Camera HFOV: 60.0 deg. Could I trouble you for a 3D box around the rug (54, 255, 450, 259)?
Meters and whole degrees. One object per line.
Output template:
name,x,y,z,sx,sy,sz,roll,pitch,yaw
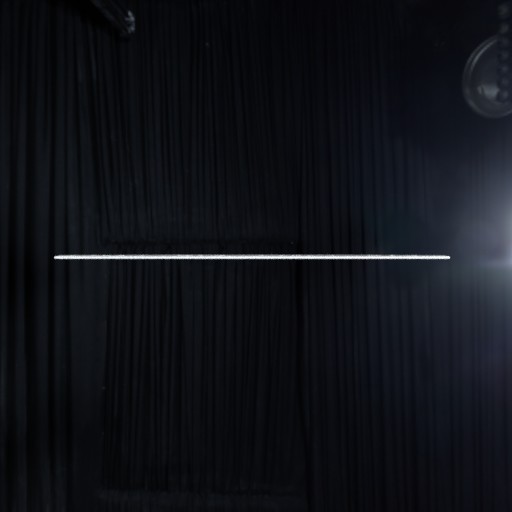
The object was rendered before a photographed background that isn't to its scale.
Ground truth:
rug,0.000,0.000,3.400,1.819,0.018,2.746,0,0,1
